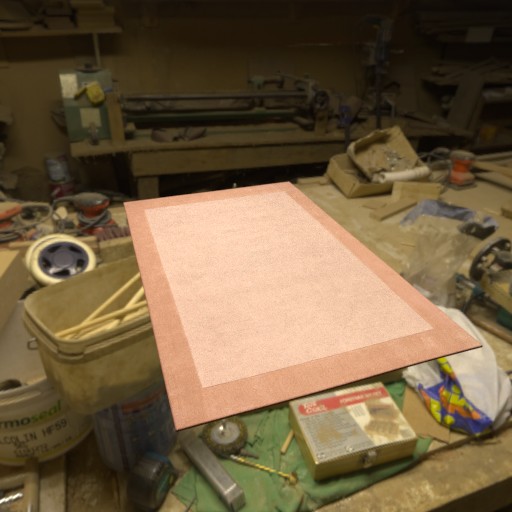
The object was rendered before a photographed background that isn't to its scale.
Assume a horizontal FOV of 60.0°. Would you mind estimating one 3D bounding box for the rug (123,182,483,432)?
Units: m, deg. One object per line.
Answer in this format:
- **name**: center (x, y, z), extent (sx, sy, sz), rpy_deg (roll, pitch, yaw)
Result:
- **rug**: center (0.000, 0.000, 2.970), extent (1.524, 0.014, 2.438), rpy_deg (-10, 31, -17)
